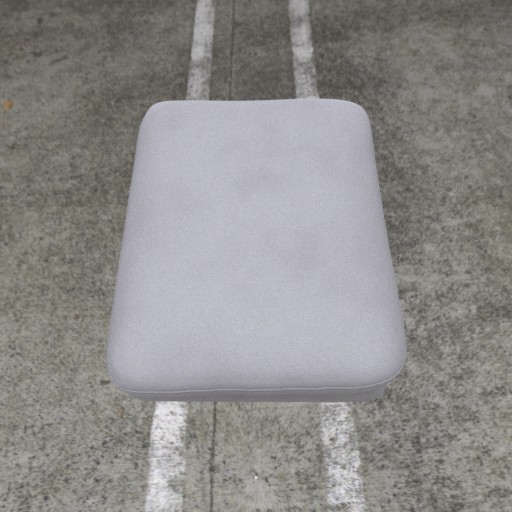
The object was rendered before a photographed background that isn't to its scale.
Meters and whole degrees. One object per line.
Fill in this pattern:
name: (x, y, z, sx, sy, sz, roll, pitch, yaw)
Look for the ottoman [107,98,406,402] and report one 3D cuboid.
ottoman: (0.000, 0.000, 1.148, 0.593, 0.478, 0.747, -1, 63, 0)
